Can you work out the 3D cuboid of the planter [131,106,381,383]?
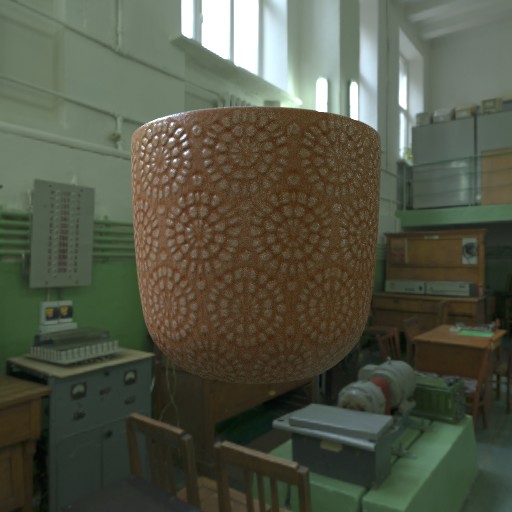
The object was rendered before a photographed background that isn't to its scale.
[{"bbox_3d":[0.000,0.000,0.383,0.208,0.190,0.208,0,0,0],"label":"planter"}]
